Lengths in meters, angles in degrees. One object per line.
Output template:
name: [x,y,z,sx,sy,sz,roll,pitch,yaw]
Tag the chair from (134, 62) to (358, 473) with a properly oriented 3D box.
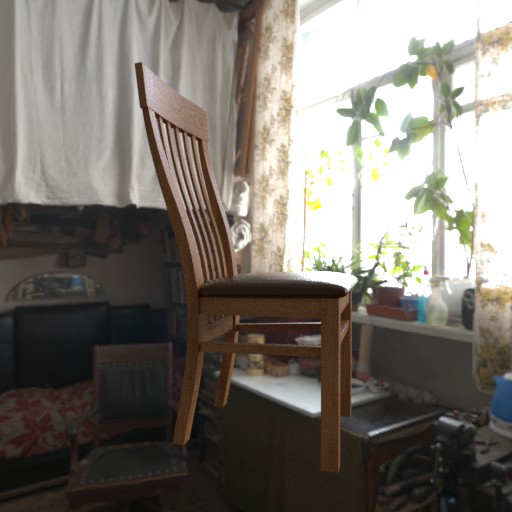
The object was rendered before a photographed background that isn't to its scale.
chair: [0.000,0.000,1.346,0.580,1.050,0.450,0,1,16]
